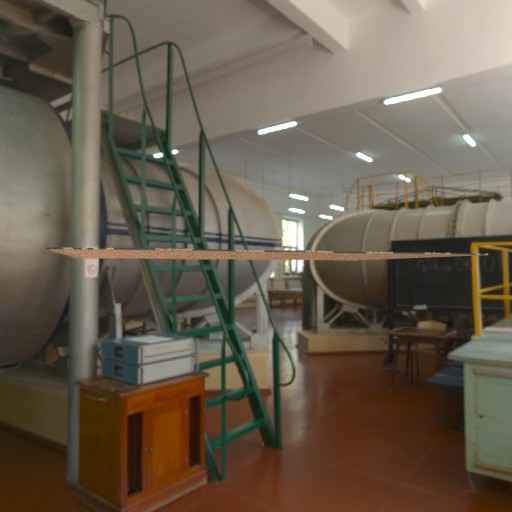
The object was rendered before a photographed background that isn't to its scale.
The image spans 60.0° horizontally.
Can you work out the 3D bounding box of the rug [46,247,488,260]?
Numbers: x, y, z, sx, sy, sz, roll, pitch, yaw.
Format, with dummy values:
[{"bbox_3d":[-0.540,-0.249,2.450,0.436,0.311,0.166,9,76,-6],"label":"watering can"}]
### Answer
[{"bbox_3d":[0.000,0.000,2.190,1.755,0.010,1.153,1,-2,-18],"label":"rug"}]
